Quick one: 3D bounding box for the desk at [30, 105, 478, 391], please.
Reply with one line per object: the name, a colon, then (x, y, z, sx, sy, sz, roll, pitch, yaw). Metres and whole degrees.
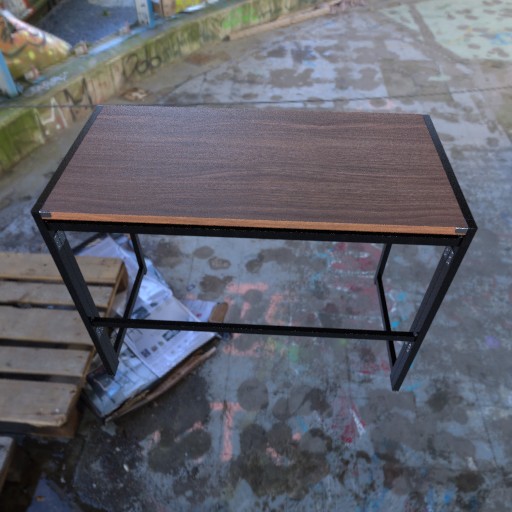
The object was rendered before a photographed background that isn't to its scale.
desk: (0.000, 0.000, 1.448, 1.016, 0.762, 0.508, 2, 46, 2)
